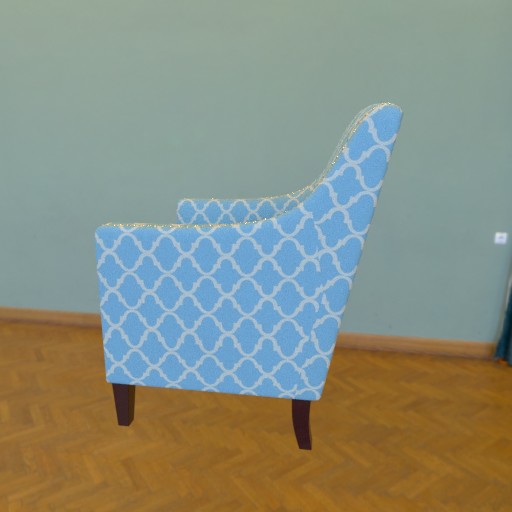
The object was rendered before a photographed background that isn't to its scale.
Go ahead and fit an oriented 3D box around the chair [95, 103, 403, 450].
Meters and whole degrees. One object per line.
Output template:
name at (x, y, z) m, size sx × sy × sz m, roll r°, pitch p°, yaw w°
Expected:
chair at (0.000, 0.000, 1.301) m, size 0.686 × 0.817 × 0.617 m, roll 2°, pitch 14°, yaw 9°
